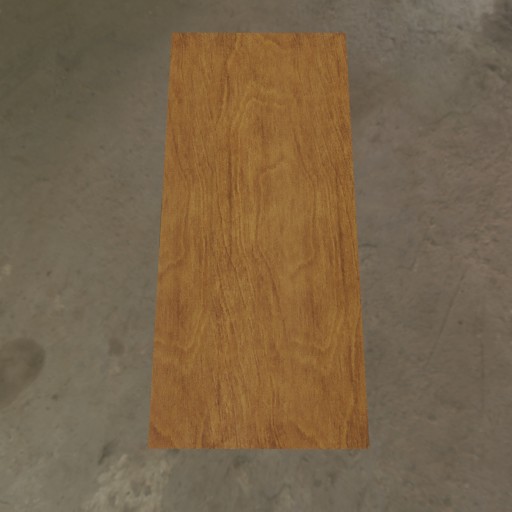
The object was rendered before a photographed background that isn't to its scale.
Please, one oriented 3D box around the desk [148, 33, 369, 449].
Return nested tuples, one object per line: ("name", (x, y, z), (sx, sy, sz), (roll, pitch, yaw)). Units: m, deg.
("desk", (0.000, 0.000, 1.408), (0.470, 0.762, 1.016), (0, 76, 0))
